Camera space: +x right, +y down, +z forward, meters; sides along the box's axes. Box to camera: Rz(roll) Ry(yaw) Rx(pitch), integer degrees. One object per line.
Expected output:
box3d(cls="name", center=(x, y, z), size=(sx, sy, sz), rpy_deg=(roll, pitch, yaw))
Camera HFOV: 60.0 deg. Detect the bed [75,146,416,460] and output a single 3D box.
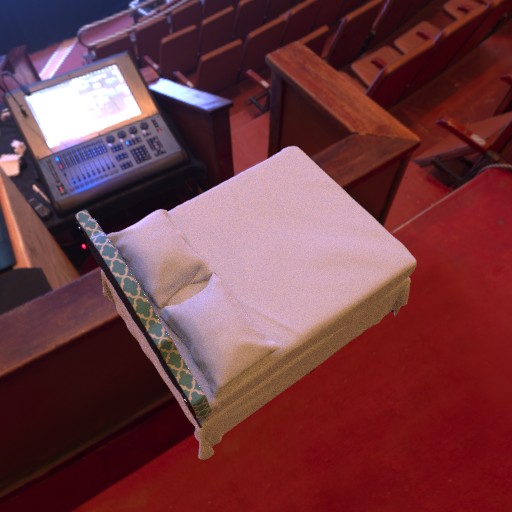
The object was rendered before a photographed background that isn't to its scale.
box3d(cls="bed", center=(0.000, 0.000, 3.385), size=(2.222, 1.633, 1.780), rpy_deg=(-31, 63, -18))
